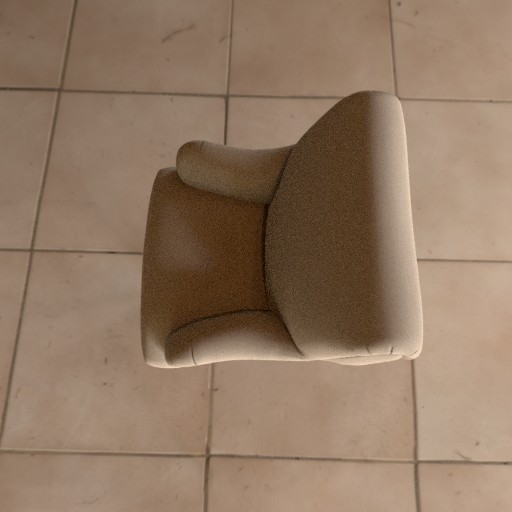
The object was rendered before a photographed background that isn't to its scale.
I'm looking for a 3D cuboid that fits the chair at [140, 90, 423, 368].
[{"bbox_3d":[0.000,0.000,1.560,0.842,0.942,0.766,0,75,0],"label":"chair"}]
